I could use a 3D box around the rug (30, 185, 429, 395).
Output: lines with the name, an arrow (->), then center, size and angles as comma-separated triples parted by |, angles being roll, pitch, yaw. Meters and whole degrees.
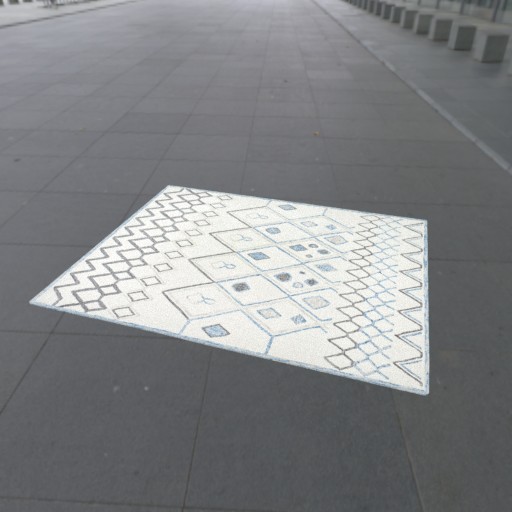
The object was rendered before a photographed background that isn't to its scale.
rug -> 0.000, 0.000, 4.142 | 3.056, 0.013, 2.441 | 10, 34, 15
